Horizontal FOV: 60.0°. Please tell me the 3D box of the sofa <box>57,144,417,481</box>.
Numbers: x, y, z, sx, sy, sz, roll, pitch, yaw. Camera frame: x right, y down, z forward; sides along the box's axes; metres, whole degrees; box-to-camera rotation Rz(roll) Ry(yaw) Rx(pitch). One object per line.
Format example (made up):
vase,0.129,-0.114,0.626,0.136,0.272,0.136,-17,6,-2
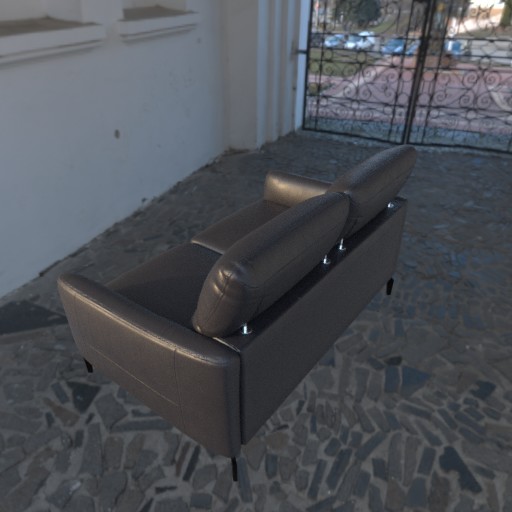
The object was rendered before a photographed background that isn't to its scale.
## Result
sofa,0.000,0.000,2.137,0.958,0.920,1.596,21,37,31
